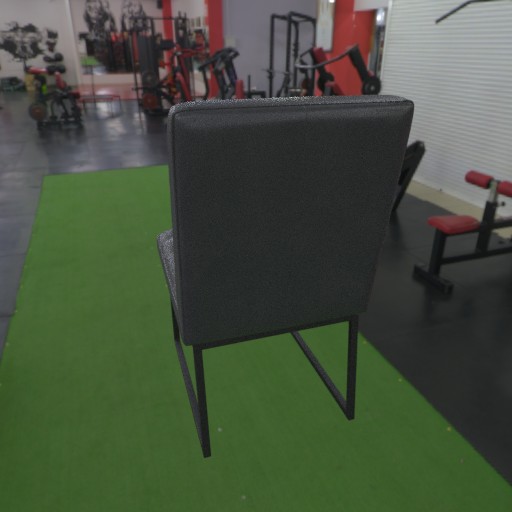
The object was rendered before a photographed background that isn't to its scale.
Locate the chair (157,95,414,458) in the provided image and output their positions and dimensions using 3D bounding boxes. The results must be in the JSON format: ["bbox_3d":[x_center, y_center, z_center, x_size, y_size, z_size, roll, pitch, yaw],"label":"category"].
[{"bbox_3d":[0.000,0.000,1.299,0.520,0.930,0.634,-8,26,-16],"label":"chair"}]
